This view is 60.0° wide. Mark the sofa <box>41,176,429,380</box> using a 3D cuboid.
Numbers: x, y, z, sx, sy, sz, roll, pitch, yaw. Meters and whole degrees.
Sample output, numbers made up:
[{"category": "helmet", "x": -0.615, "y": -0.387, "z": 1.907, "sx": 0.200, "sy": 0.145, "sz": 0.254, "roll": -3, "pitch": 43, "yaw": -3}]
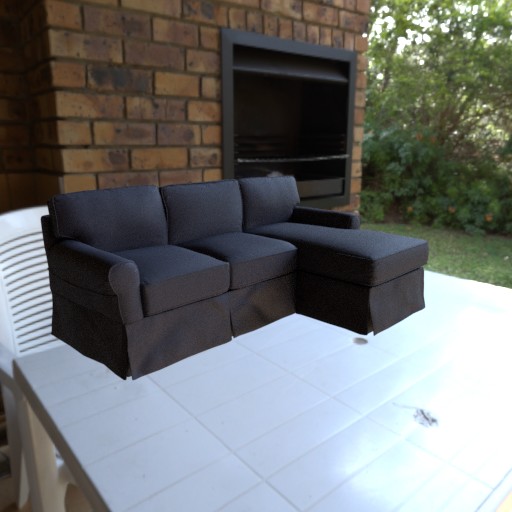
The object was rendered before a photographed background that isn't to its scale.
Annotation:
[{"category": "sofa", "x": 0.000, "y": 0.000, "z": 3.324, "sx": 2.518, "sy": 1.039, "sz": 1.637, "roll": -14, "pitch": 20, "yaw": -43}]
